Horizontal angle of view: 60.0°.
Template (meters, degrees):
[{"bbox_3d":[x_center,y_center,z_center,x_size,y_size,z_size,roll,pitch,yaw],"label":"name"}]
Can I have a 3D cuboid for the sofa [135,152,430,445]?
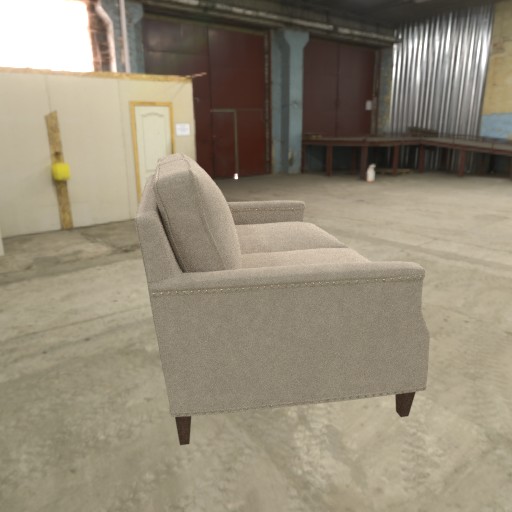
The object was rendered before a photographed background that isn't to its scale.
[{"bbox_3d":[0.000,0.000,2.276,1.084,1.002,1.597,-3,16,-10],"label":"sofa"}]
